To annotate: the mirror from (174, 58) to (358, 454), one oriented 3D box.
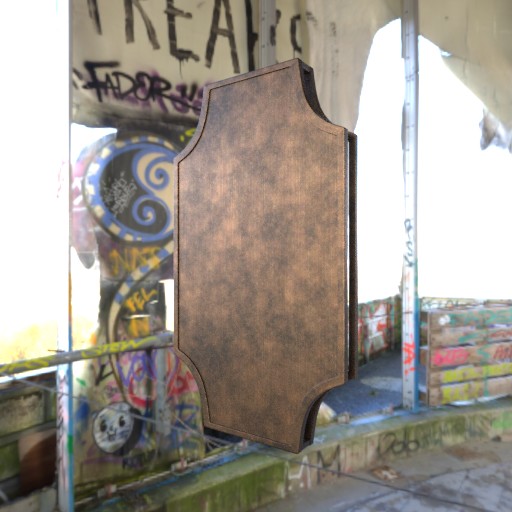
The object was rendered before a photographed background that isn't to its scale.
[{"bbox_3d":[0.000,0.000,1.006,0.462,0.811,0.066,0,0,35],"label":"mirror"}]
